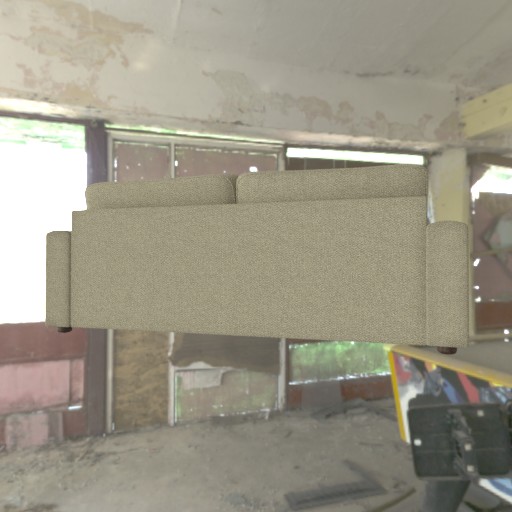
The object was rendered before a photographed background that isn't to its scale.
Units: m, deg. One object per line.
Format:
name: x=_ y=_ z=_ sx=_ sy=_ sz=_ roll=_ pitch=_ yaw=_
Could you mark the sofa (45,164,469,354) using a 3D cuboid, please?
sofa: x=0.000 y=0.000 z=2.658 sx=2.179 sy=0.873 sz=1.016 roll=0 pitch=-1 yaw=17
